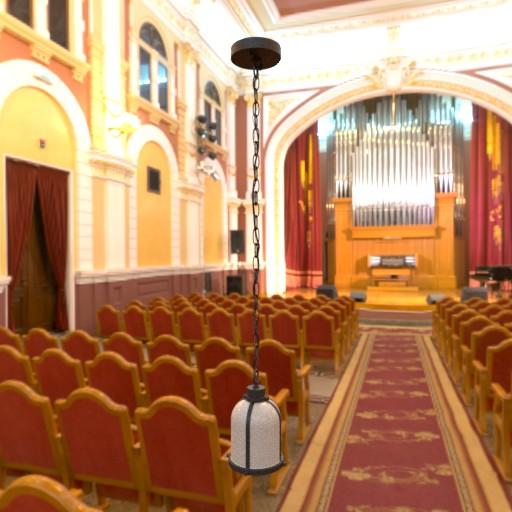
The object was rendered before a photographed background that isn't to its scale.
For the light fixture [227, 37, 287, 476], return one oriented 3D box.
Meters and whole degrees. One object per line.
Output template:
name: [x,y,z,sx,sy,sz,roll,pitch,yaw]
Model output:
light fixture: [0.000,0.000,1.268,0.178,1.181,0.178,0,0,18]
